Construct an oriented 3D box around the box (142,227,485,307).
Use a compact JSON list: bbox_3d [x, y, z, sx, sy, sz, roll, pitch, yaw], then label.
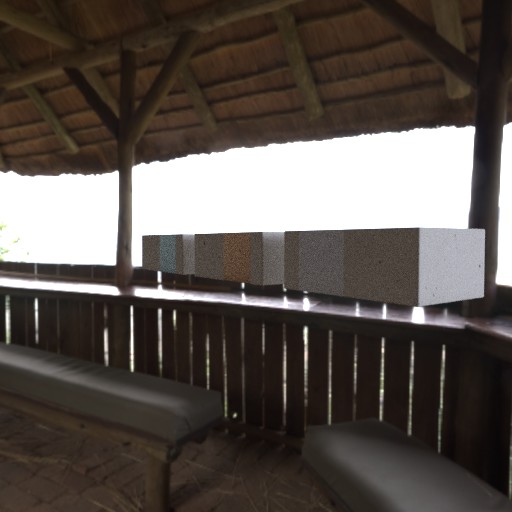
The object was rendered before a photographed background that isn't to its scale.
[{"bbox_3d":[0.000,0.000,0.488,0.082,0.051,0.461,-1,2,-36],"label":"box"}]
